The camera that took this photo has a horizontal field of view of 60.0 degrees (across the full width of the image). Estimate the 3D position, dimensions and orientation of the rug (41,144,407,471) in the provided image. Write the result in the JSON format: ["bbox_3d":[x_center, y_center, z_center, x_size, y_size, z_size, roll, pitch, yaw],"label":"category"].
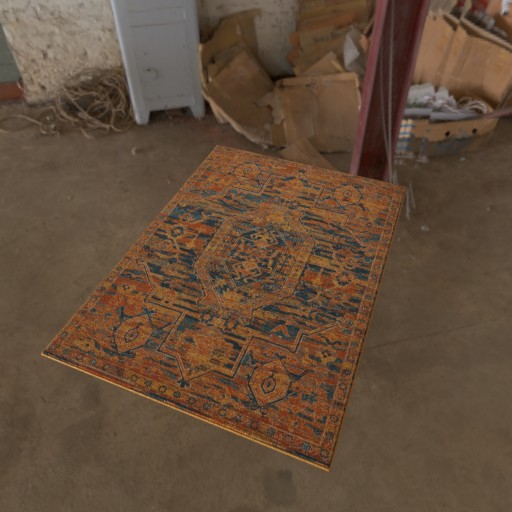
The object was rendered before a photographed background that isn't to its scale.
[{"bbox_3d":[0.000,0.000,2.864,1.588,0.024,2.204,16,48,15],"label":"rug"}]
